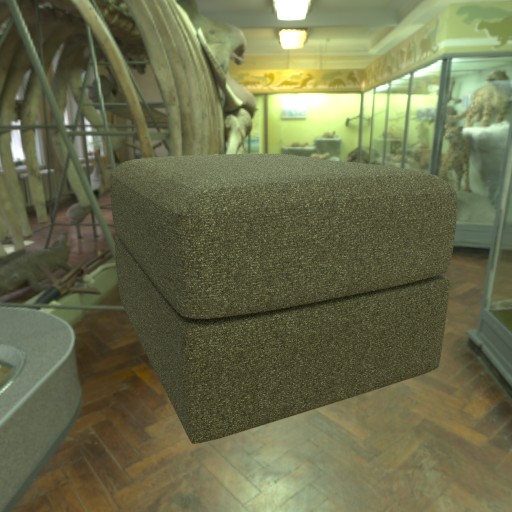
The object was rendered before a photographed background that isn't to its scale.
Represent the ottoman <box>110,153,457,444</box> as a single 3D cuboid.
[{"bbox_3d":[0.000,0.000,1.115,0.598,0.476,0.742,-8,18,-25],"label":"ottoman"}]
